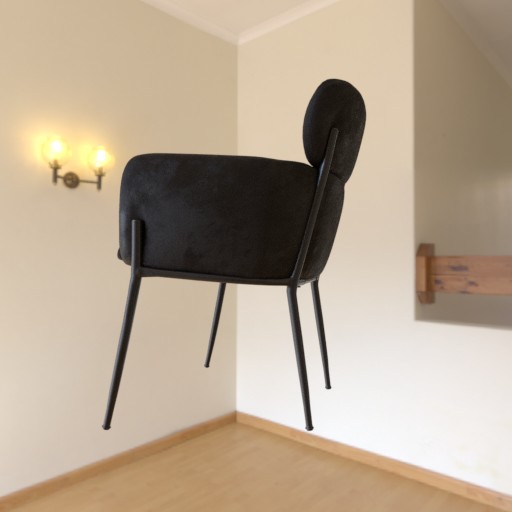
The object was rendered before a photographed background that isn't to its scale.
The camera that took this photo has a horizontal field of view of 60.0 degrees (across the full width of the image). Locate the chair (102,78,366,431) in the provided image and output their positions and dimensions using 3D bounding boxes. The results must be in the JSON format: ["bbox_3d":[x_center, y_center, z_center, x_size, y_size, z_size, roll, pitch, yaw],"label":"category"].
[{"bbox_3d":[0.000,0.000,1.254,0.604,0.818,0.640,0,0,17],"label":"chair"}]
